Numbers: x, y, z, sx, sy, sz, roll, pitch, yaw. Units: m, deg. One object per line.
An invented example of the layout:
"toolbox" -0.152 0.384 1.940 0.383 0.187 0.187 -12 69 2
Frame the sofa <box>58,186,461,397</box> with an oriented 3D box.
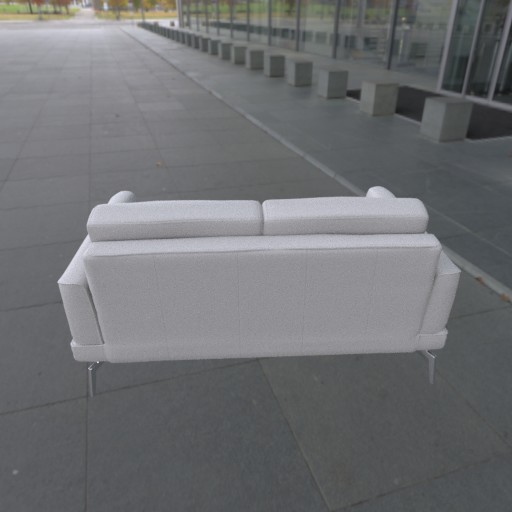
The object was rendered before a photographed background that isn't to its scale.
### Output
"sofa" 0.000 0.000 2.452 1.819 0.930 1.121 -1 29 -3
